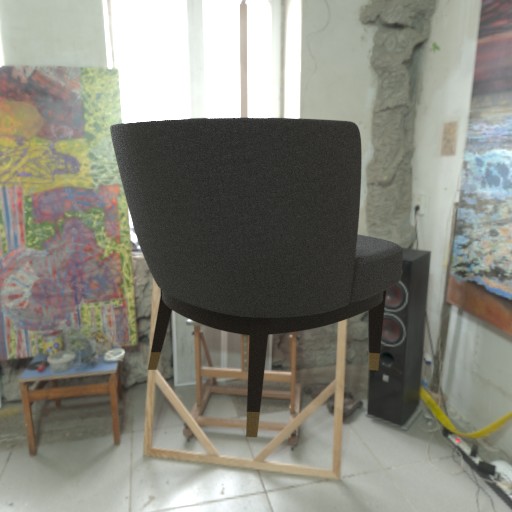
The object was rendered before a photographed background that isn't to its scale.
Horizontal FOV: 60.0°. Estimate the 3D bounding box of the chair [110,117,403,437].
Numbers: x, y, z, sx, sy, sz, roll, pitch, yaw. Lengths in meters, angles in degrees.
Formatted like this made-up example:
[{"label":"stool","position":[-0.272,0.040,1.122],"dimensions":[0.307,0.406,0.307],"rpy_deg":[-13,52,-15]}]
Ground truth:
[{"label":"chair","position":[0.000,0.000,1.239],"dimensions":[0.698,0.695,0.639],"rpy_deg":[-12,18,-42]}]
